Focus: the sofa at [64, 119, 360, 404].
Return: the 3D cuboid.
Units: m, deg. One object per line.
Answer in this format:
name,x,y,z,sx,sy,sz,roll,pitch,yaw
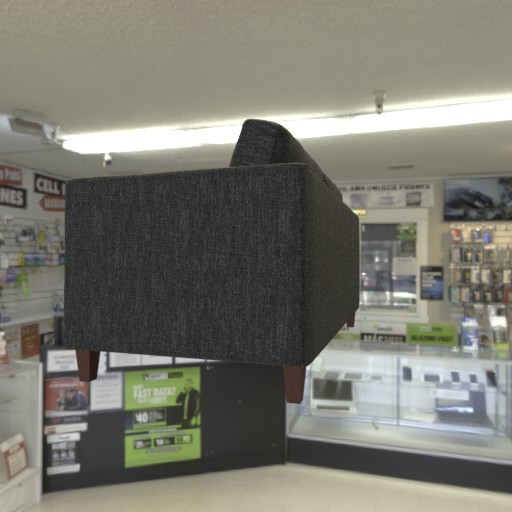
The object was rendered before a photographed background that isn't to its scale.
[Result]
sofa,0.000,0.000,2.383,0.950,0.963,1.884,0,0,18
